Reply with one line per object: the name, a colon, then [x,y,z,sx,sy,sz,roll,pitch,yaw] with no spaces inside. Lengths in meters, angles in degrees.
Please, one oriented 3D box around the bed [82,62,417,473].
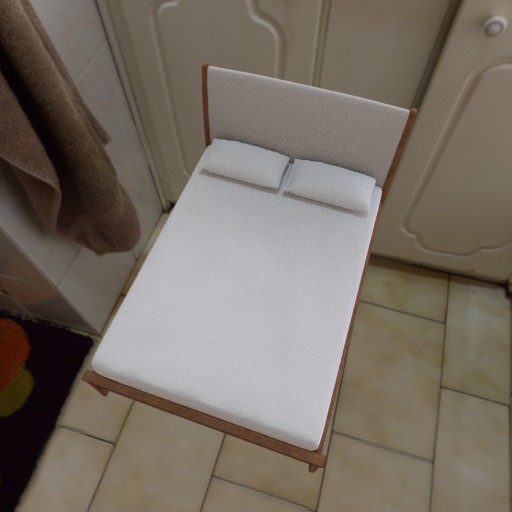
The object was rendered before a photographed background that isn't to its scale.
bed: [0.000,0.000,2.894,1.502,1.135,2.108,16,60,10]
